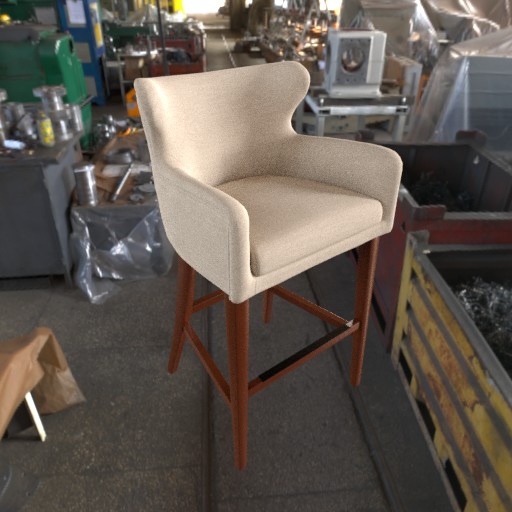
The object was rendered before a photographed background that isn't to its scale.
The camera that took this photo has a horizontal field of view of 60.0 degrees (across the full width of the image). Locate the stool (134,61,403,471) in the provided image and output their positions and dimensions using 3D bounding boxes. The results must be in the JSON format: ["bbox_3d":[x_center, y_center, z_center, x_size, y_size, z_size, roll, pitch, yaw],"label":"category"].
[{"bbox_3d":[0.000,0.000,1.347,0.556,1.034,0.563,-23,38,-32],"label":"stool"}]
